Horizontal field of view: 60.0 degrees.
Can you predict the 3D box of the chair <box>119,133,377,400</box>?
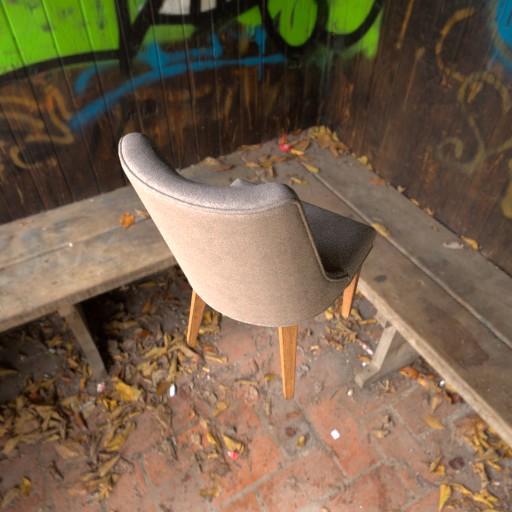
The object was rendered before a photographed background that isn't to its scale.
[{"bbox_3d":[0.000,0.000,1.341,0.548,0.916,0.636,24,50,22],"label":"chair"}]
